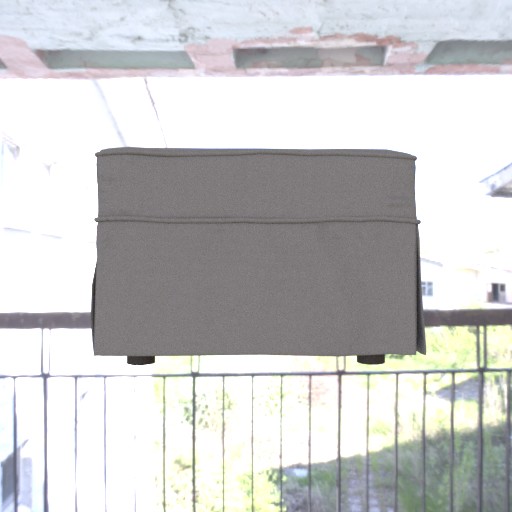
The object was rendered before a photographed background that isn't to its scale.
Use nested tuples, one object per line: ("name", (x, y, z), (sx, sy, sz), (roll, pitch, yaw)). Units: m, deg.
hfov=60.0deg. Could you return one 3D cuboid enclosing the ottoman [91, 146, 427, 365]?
("ottoman", (0.000, 0.000, 1.308), (0.703, 0.479, 0.944), (0, -1, -1))
